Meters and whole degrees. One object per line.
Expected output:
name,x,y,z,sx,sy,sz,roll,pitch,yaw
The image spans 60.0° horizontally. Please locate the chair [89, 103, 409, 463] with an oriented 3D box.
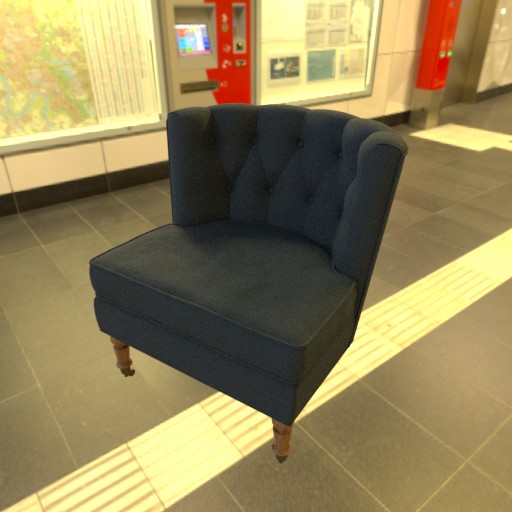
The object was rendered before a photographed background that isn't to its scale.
chair,0.000,0.000,1.334,0.740,0.771,0.718,17,34,28
